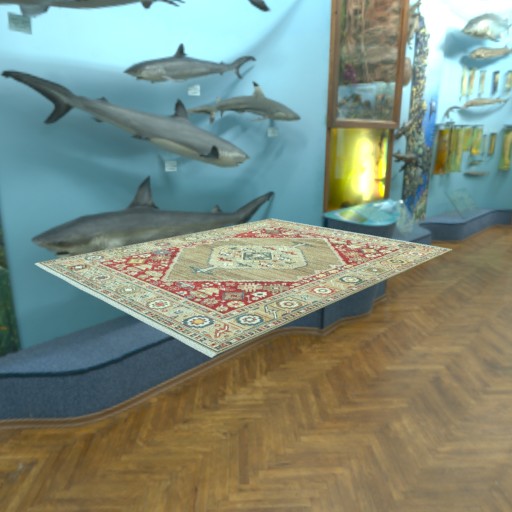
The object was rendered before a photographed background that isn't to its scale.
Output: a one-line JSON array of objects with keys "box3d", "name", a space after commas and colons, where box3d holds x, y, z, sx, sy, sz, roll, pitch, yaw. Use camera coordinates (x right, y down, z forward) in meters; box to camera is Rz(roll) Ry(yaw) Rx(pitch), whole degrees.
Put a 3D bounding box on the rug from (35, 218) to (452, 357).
[{"box3d": [0.000, 0.000, 4.172, 2.451, 0.008, 3.143, 14, 21, 43], "name": "rug"}]
